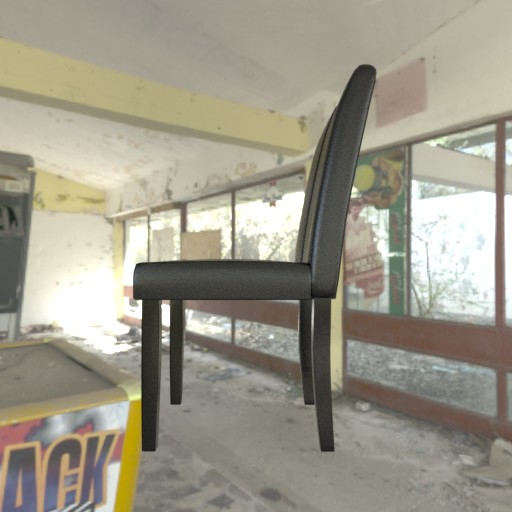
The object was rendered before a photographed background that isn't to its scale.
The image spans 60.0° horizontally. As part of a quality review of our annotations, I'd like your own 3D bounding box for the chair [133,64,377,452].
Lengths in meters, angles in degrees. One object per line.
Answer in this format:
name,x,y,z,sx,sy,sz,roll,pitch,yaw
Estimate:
chair,0.000,0.000,1.196,0.556,0.897,0.399,0,-1,0
